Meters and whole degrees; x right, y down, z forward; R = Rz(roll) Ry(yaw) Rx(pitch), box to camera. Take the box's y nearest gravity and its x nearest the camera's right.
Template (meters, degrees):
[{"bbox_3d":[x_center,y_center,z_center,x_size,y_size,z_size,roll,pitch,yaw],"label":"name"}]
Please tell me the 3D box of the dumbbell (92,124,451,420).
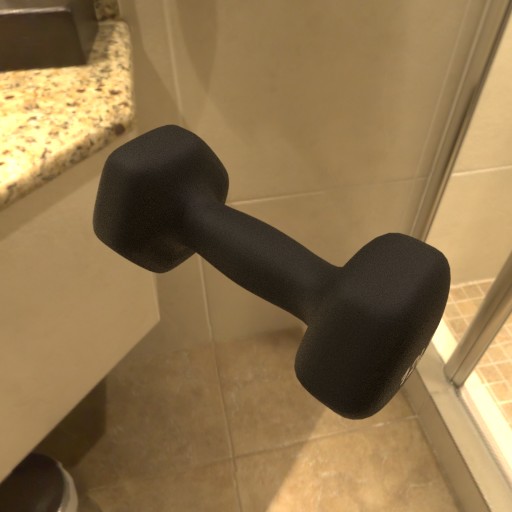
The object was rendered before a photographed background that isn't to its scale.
[{"bbox_3d":[0.000,0.000,0.289,0.231,0.101,0.112,32,53,27],"label":"dumbbell"}]
